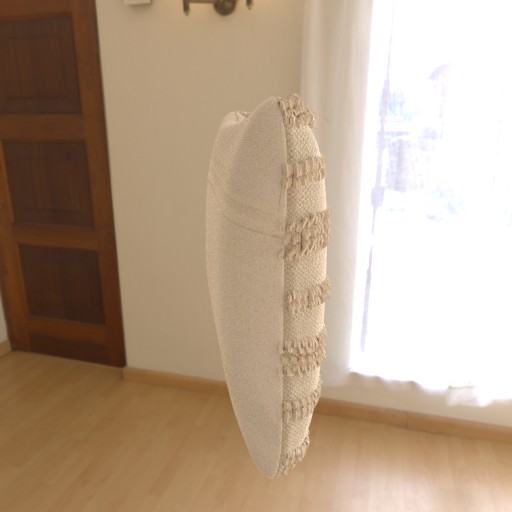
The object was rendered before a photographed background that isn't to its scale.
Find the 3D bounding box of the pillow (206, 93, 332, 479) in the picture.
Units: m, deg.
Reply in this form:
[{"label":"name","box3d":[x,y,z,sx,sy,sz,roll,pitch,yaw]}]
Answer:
[{"label":"pillow","box3d":[0.000,0.000,0.651,0.145,0.427,0.437,-3,17,-9]}]
